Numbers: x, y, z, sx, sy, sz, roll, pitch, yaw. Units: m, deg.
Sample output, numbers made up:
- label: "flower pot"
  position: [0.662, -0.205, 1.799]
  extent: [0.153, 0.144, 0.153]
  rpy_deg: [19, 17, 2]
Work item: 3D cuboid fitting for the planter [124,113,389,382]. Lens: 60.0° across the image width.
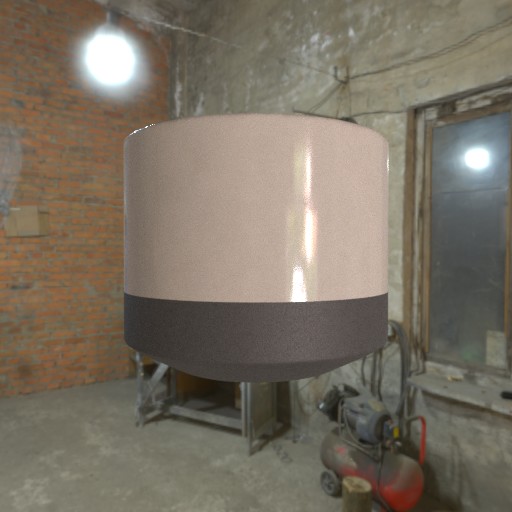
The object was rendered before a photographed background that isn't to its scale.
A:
- label: "planter"
  position: [0.000, 0.000, 0.225]
  extent: [0.128, 0.105, 0.128]
  rpy_deg: [0, 1, 0]
